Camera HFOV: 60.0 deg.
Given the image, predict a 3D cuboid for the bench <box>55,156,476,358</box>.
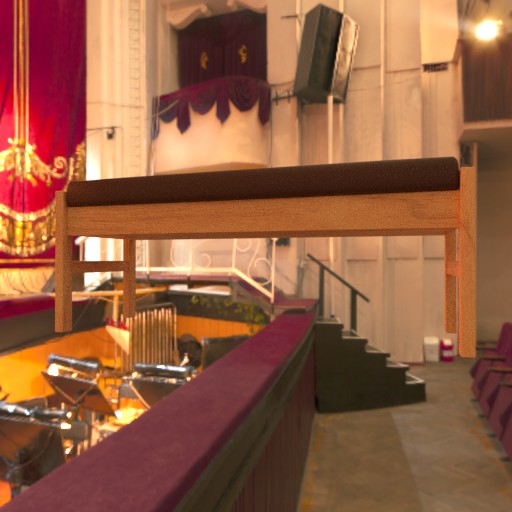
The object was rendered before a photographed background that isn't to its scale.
[{"bbox_3d":[0.000,0.000,1.405,1.200,0.480,0.405,0,0,18],"label":"bench"}]
